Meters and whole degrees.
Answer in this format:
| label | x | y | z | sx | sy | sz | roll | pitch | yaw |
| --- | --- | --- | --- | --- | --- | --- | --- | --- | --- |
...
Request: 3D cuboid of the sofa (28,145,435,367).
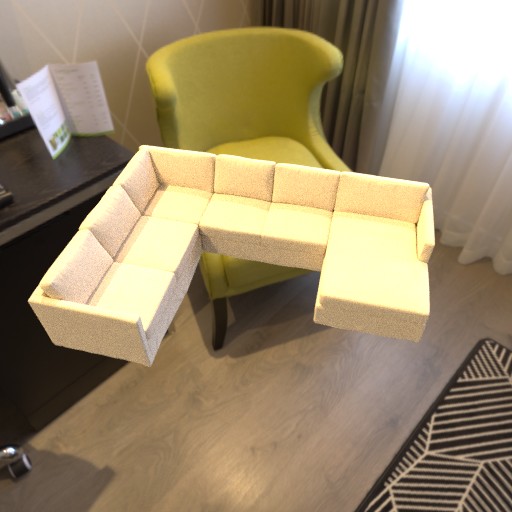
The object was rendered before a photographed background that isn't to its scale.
| label | x | y | z | sx | sy | sz | roll | pitch | yaw |
| --- | --- | --- | --- | --- | --- | --- | --- | --- | --- |
| sofa | 0.000 | 0.000 | 4.504 | 3.460 | 0.882 | 2.427 | 10 | 47 | 9 |
